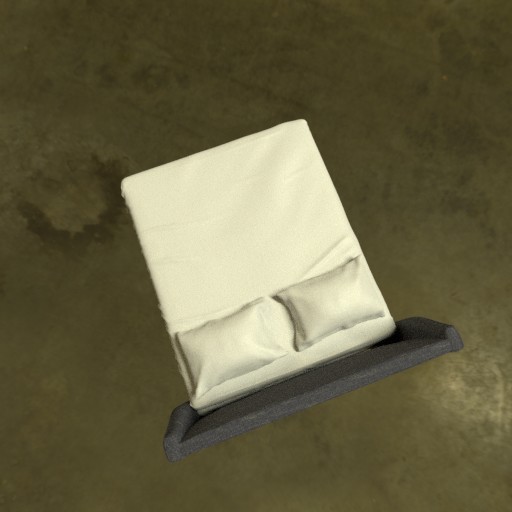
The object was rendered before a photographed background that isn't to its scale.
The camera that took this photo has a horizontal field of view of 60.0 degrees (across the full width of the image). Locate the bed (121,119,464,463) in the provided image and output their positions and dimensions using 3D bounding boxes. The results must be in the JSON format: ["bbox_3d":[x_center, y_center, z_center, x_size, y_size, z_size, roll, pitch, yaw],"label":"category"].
[{"bbox_3d":[0.000,0.000,3.496,1.925,1.332,2.276,-20,77,-5],"label":"bed"}]
